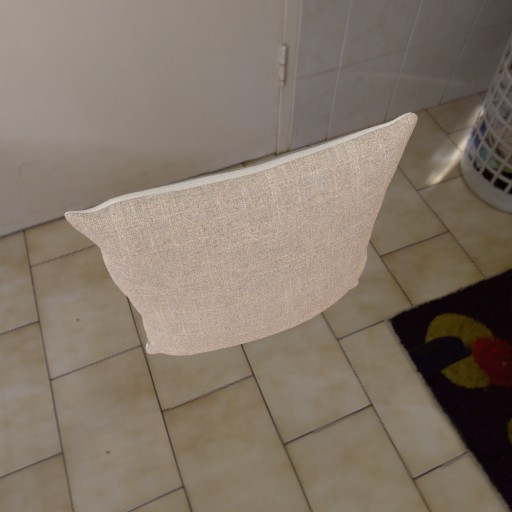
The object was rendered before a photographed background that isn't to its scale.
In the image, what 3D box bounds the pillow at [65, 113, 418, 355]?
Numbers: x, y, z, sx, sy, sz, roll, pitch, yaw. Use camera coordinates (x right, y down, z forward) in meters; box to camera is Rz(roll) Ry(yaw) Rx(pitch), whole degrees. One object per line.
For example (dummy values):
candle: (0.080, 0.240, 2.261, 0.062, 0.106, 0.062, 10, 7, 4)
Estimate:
pillow: (0.000, 0.000, 0.690, 0.439, 0.440, 0.182, -17, 60, -10)
